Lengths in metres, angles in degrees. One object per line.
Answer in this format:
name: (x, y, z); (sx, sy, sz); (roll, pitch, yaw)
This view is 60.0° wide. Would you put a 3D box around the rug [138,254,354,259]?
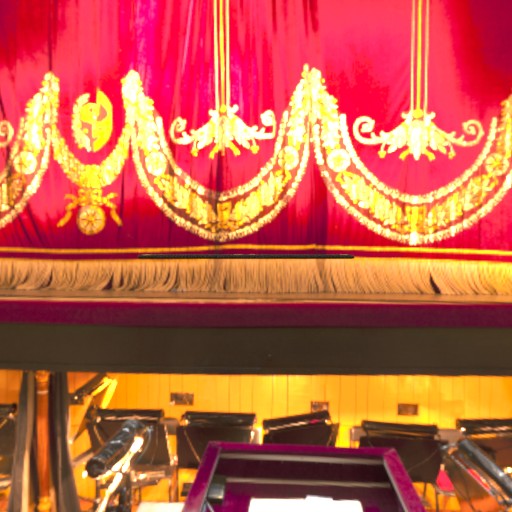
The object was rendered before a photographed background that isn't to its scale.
rug: (0.000, 0.000, 2.515); (0.678, 0.014, 2.276); (0, 0, 2)
